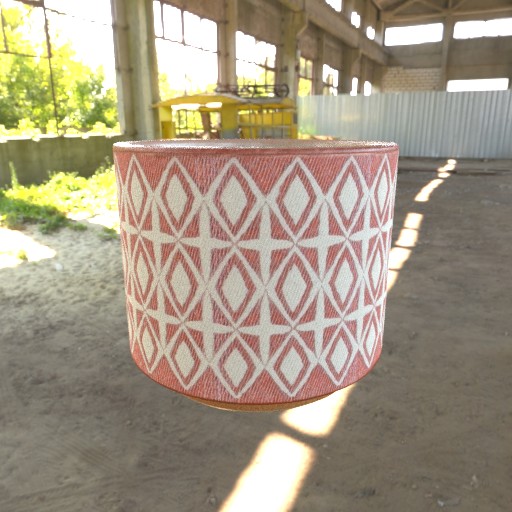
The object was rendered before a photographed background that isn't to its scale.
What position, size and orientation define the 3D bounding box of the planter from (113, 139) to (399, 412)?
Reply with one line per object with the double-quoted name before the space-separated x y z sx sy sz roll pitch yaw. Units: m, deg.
"planter" 0.000 0.000 0.475 0.273 0.237 0.273 0 16 0
